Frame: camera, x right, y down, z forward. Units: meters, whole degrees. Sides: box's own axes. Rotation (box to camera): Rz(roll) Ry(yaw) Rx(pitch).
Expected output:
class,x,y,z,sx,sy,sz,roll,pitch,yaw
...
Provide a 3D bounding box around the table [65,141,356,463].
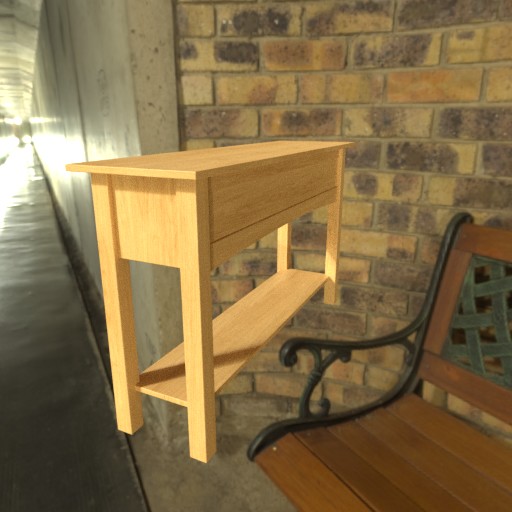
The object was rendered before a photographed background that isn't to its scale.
class,x,y,z,sx,sy,sz,roll,pitch,yaw
table,0.000,0.000,1.558,0.350,0.730,1.240,8,19,25
